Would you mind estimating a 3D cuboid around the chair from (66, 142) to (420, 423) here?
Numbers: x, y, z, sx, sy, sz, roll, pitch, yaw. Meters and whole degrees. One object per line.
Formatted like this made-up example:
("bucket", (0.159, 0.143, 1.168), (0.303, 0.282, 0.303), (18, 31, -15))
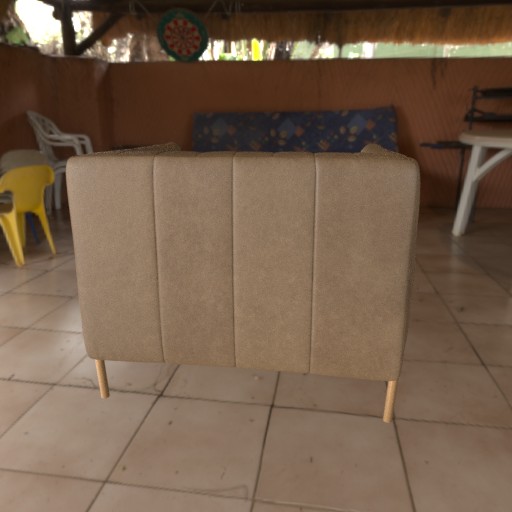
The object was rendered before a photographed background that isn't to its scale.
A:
("chair", (0.000, 0.000, 1.605), (0.981, 0.779, 0.876), (2, 17, 8))
